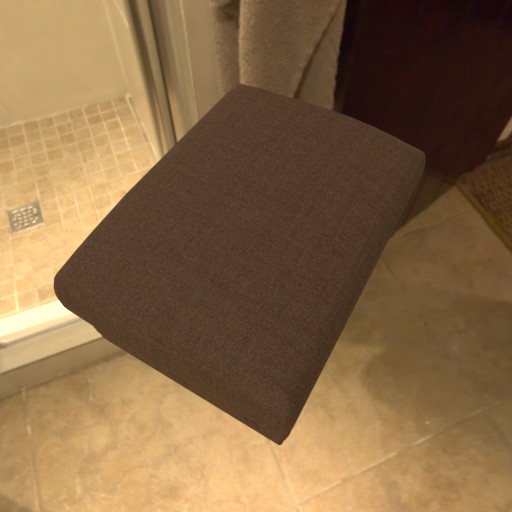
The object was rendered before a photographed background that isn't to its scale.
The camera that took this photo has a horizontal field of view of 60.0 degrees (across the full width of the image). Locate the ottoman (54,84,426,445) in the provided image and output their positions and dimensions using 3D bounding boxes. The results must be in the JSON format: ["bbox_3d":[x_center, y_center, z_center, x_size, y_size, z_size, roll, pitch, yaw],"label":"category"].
[{"bbox_3d":[0.000,0.000,1.214,0.599,0.555,0.809,26,61,16],"label":"ottoman"}]
